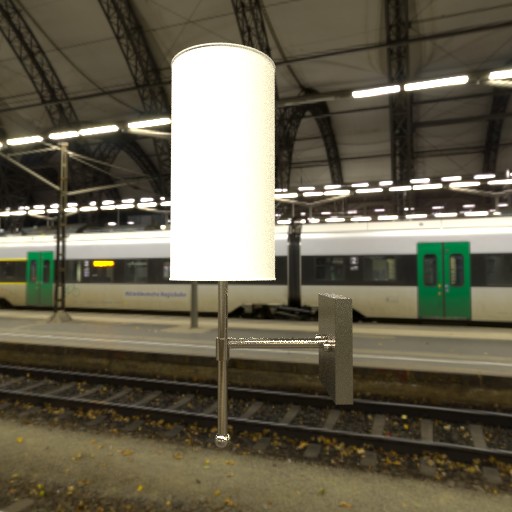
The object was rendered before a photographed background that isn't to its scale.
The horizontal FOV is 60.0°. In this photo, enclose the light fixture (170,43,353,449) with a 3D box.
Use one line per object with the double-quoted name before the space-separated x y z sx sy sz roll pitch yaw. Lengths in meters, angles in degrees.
"light fixture" 0.000 0.000 0.541 0.208 0.462 0.128 0 -2 -1
